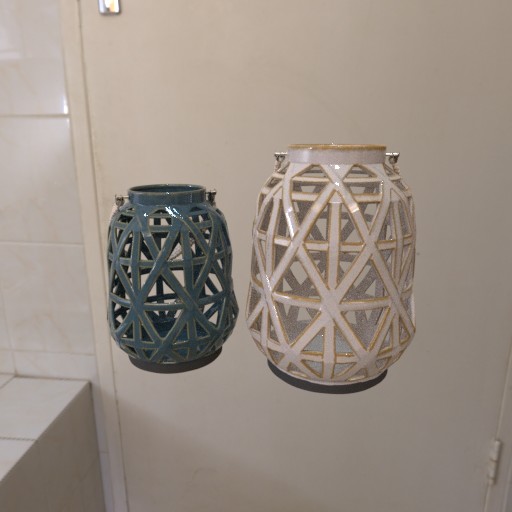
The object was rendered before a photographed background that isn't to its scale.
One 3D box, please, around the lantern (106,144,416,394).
[{"bbox_3d":[0.000,0.000,0.629,0.439,0.307,0.245,2,16,8],"label":"lantern"}]
